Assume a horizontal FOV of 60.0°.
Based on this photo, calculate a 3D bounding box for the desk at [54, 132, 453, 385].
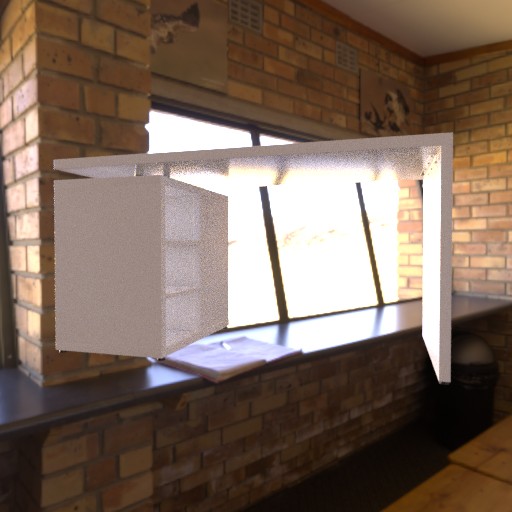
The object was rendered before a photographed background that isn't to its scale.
[{"bbox_3d":[0.000,0.000,1.824,1.400,0.740,0.690,0,1,17],"label":"desk"}]
